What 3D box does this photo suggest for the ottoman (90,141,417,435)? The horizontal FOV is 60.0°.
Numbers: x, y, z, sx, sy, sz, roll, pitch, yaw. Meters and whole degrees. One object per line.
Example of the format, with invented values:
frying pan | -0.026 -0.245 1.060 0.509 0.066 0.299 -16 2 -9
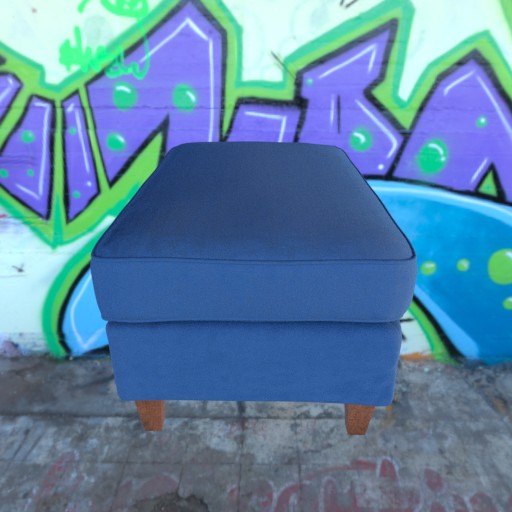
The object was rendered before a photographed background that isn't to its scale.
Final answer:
ottoman | 0.000 0.000 1.208 0.583 0.484 0.862 0 26 0
